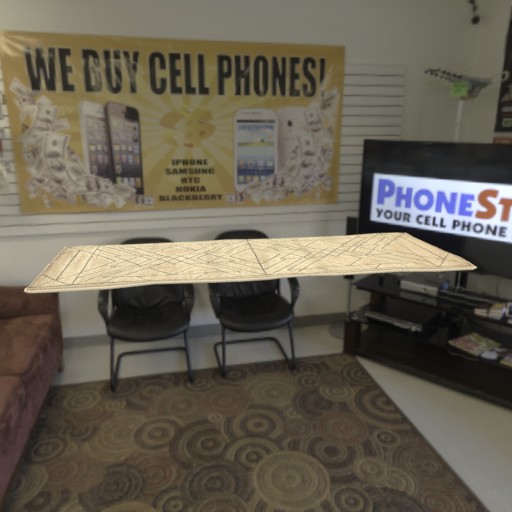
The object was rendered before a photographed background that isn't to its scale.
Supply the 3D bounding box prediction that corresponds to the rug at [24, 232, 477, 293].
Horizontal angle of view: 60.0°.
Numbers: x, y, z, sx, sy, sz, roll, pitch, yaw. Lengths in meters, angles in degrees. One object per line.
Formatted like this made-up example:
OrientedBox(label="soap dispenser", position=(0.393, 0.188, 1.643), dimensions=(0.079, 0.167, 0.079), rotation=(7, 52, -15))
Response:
OrientedBox(label="rug", position=(0.000, 0.000, 2.683), dimensions=(2.381, 0.036, 0.831), rotation=(-3, 16, -9))
